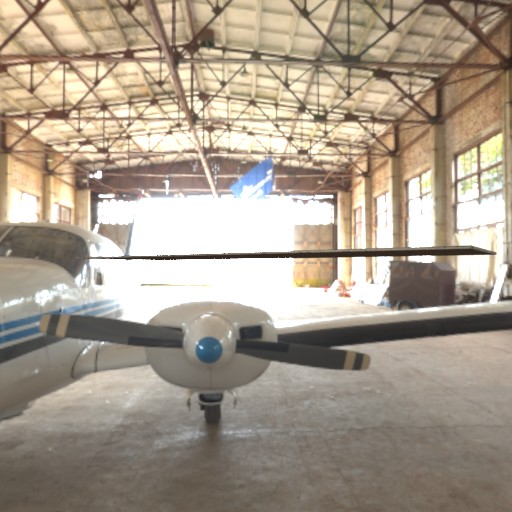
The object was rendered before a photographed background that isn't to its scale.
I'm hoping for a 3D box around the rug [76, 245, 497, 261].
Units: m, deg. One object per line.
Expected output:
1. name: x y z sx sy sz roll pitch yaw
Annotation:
1. rug: 0.000 0.000 2.619 2.434 0.013 0.770 -1 -2 35
